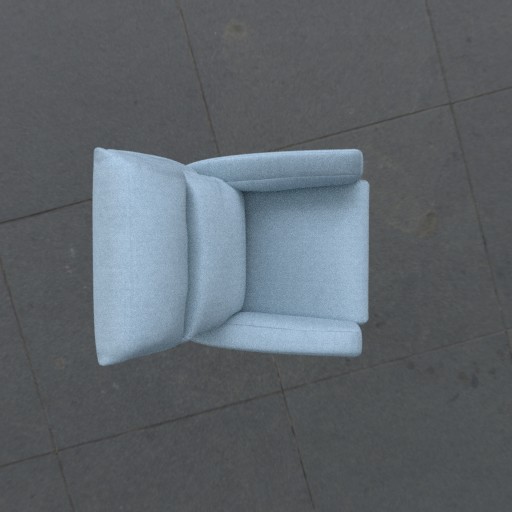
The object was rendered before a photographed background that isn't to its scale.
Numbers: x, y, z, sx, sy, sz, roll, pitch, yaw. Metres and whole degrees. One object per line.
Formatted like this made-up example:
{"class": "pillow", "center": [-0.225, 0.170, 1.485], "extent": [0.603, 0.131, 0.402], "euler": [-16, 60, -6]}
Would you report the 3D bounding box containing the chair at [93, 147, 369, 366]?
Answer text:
{"class": "chair", "center": [0.000, 0.000, 1.683], "extent": [0.940, 1.013, 0.812], "euler": [0, 92, -1]}
